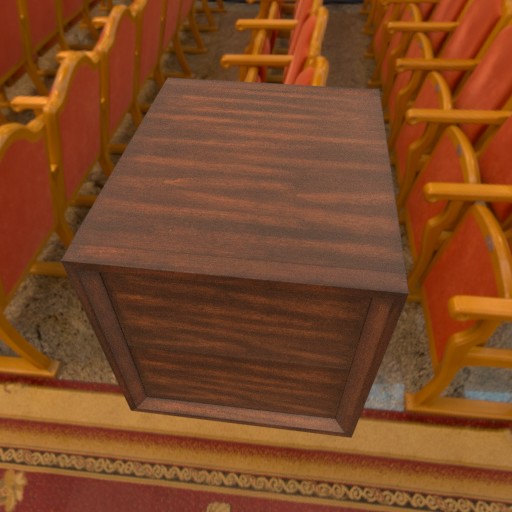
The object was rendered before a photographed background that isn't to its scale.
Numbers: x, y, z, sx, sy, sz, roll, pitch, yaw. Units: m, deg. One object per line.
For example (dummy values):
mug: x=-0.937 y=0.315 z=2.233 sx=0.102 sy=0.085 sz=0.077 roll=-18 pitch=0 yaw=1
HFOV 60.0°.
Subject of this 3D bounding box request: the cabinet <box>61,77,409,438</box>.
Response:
cabinet: x=0.000 y=0.000 z=0.840 sx=0.402 sy=0.455 sz=0.500 roll=5 pitch=47 yaw=5
